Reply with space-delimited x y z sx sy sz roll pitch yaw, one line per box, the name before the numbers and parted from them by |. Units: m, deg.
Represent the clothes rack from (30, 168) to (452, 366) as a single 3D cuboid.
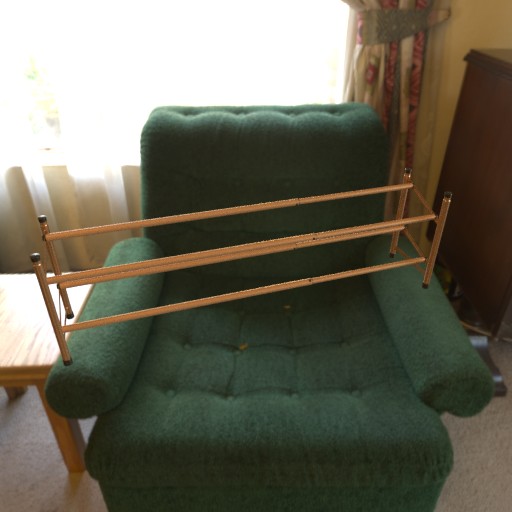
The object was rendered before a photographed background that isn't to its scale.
clothes rack | 0.000 0.000 1.350 1.168 0.349 0.229 -10 33 -15
